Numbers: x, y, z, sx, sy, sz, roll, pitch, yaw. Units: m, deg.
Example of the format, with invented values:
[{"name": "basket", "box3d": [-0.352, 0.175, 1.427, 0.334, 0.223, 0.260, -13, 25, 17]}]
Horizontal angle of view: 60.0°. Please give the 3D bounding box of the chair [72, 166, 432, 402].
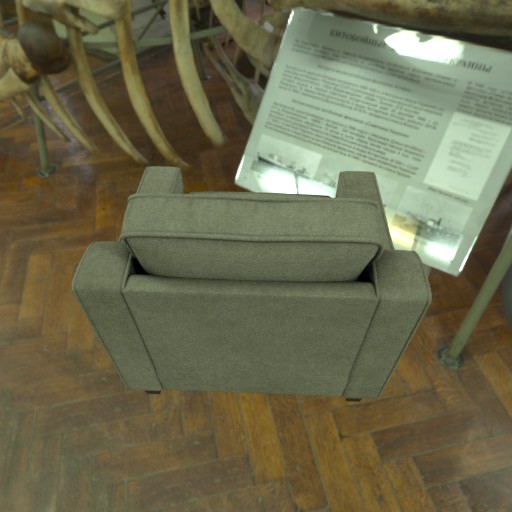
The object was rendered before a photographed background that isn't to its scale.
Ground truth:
[{"name": "chair", "box3d": [0.000, 0.000, 1.623, 0.926, 0.944, 0.840, 2, 46, 2]}]
